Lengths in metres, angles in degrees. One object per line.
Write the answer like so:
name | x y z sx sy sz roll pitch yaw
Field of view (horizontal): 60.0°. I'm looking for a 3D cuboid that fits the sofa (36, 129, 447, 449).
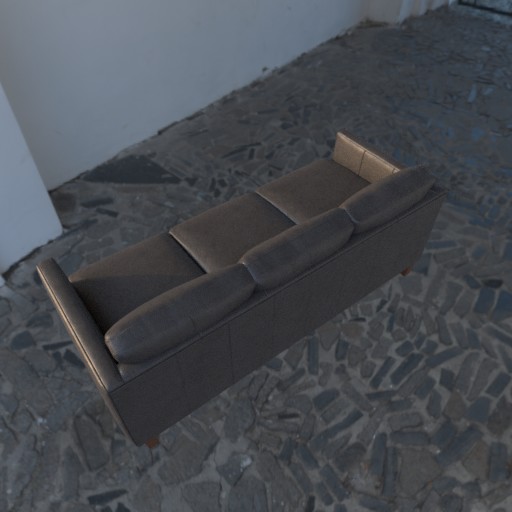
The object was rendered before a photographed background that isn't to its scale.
sofa | 0.000 0.000 2.970 2.464 1.006 1.045 -28 53 -24
